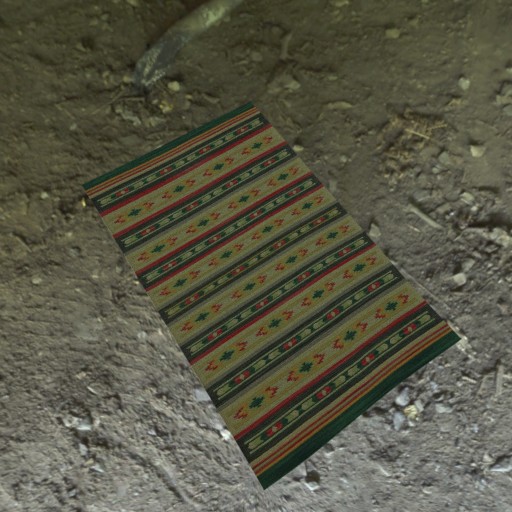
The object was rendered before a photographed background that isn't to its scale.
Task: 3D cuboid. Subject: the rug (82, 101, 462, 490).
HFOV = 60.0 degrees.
[{"bbox_3d":[0.000,0.000,3.067,1.520,0.011,2.447,-31,68,-14],"label":"rug"}]
